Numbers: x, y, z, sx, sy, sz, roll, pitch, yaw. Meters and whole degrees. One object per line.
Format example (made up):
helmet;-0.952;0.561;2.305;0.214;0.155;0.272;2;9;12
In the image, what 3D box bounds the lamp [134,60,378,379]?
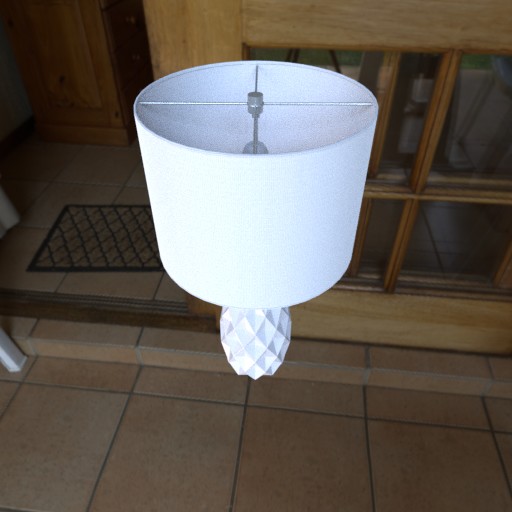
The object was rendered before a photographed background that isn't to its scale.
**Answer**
lamp;0.000;0.000;0.715;0.297;0.522;0.297;0;40;0
